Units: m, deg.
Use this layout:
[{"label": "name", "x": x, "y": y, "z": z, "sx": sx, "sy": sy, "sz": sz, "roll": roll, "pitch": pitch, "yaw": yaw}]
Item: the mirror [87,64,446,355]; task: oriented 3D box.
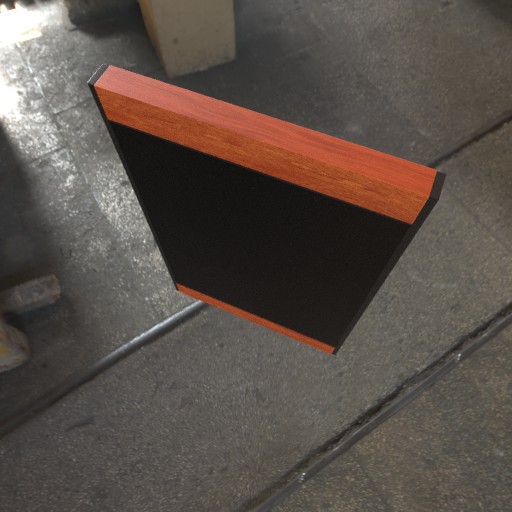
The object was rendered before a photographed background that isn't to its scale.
[{"label": "mirror", "x": 0.000, "y": 0.000, "z": 0.987, "sx": 0.525, "sy": 0.823, "sz": 0.047, "roll": 21, "pitch": 66, "yaw": 10}]
